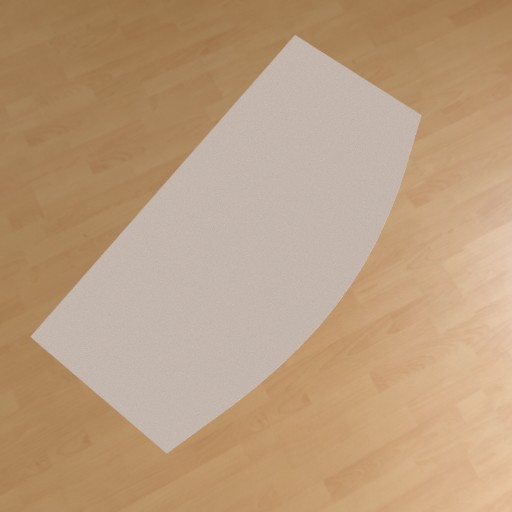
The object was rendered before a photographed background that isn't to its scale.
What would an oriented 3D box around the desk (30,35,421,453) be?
[{"bbox_3d":[0.000,0.000,2.039,0.802,0.750,1.600,36,79,9],"label":"desk"}]
